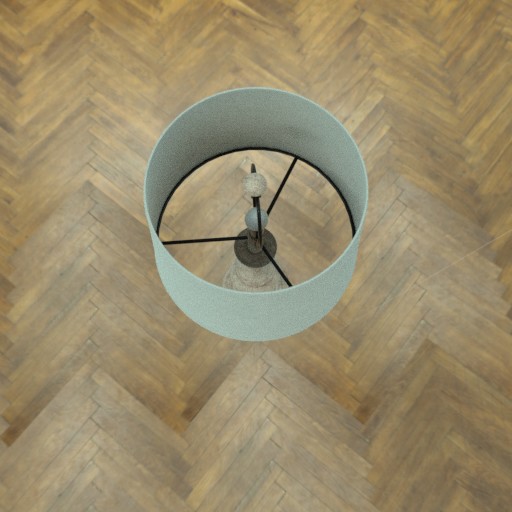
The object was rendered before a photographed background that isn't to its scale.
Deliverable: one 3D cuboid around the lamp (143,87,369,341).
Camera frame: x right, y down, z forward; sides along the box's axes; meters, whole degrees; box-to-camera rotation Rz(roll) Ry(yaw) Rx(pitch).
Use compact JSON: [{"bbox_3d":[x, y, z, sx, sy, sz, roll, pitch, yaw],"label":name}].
[{"bbox_3d":[0.000,0.000,0.850,0.340,0.678,0.340,0,75,0],"label":"lamp"}]
